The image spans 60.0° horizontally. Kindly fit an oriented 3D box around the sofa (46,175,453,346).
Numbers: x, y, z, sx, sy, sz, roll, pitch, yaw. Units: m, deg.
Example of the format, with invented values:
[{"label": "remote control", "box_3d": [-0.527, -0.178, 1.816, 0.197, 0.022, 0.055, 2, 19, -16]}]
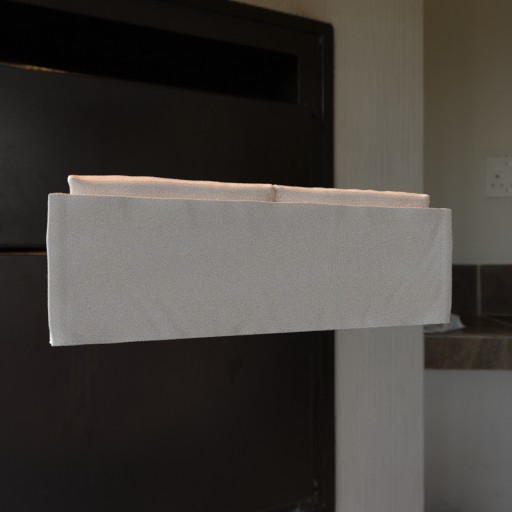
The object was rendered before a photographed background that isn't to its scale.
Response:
[{"label": "sofa", "box_3d": [0.000, 0.000, 3.339, 2.779, 0.999, 1.036, 0, 0, -18]}]
